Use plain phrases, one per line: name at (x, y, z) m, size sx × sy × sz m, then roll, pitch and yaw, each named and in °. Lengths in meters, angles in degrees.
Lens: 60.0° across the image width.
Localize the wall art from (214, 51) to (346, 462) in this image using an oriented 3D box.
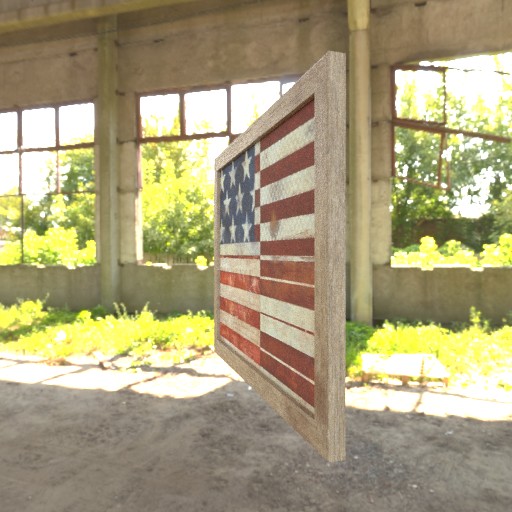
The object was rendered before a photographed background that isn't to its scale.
wall art at (0.000, 0.000, 0.907) m, size 0.026 × 0.535 × 0.690 m, roll 0°, pitch 0°, yaw -18°
